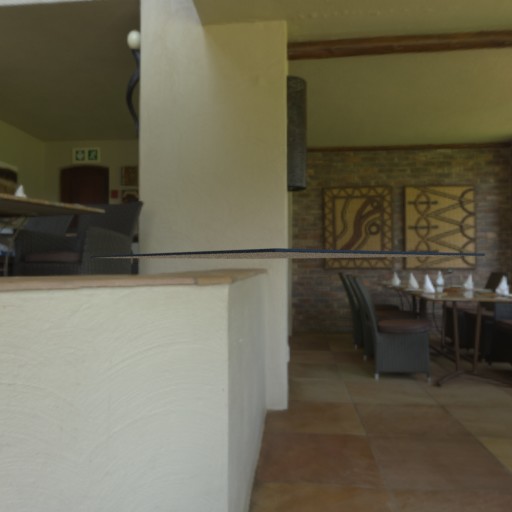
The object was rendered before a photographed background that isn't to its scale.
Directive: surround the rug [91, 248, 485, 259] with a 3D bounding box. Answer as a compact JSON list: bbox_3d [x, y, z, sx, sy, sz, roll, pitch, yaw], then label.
[{"bbox_3d":[0.000,0.000,2.964,1.526,0.014,2.290,1,-1,-36],"label":"rug"}]
